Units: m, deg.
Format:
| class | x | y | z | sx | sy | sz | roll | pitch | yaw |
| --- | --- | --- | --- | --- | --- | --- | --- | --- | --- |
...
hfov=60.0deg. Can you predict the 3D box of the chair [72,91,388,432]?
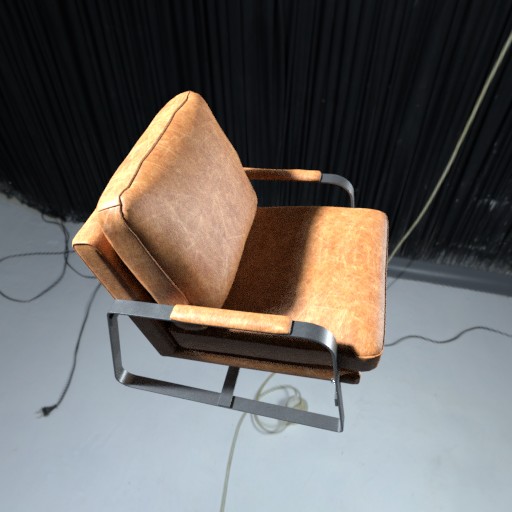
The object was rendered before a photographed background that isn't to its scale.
| class | x | y | z | sx | sy | sz | roll | pitch | yaw |
| --- | --- | --- | --- | --- | --- | --- | --- | --- | --- |
| chair | 0.000 | 0.000 | 1.357 | 0.801 | 0.777 | 0.651 | 9 | 48 | 9 |
